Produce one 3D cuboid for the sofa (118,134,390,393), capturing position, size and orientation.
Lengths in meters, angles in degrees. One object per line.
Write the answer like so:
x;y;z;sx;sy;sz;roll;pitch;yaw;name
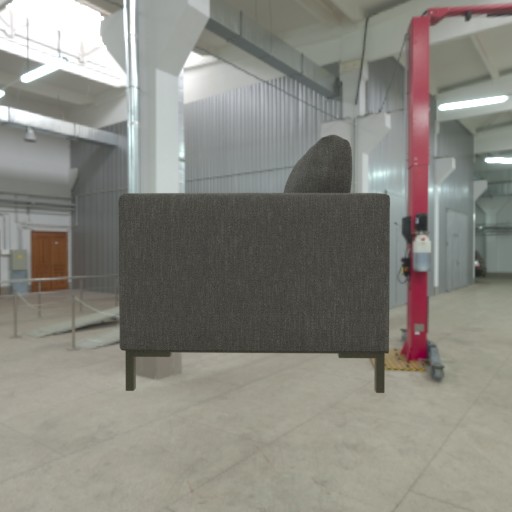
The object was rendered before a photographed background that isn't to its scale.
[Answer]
0.000;0.000;2.196;0.875;0.840;1.682;0;1;1;sofa
